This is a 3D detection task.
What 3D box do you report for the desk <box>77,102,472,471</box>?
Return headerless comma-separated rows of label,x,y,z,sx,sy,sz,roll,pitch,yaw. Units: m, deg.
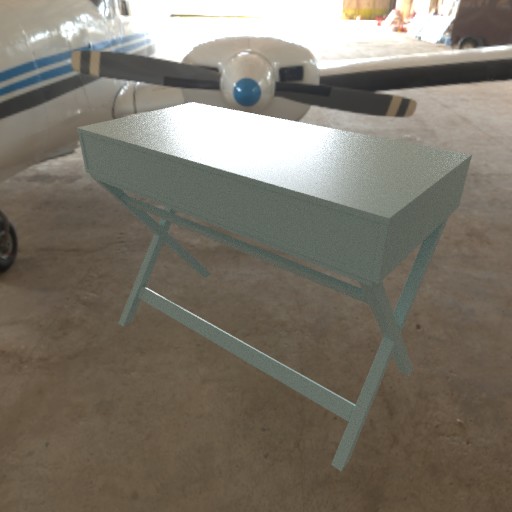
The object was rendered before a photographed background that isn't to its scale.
desk,0.000,0.000,1.482,1.059,0.780,0.509,23,37,33
